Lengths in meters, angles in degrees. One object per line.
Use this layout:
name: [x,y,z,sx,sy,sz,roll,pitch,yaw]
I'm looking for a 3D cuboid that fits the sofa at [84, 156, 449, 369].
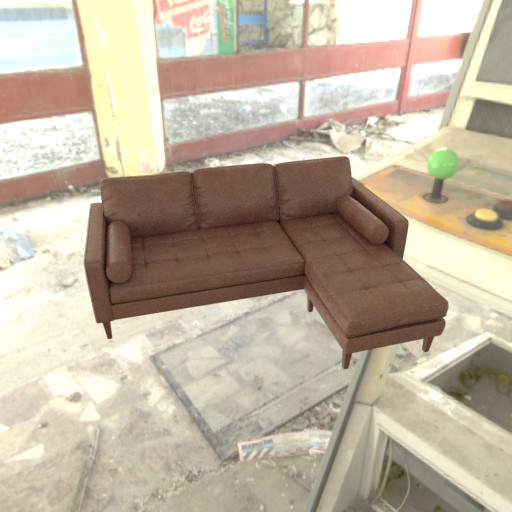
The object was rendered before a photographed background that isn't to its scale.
sofa: [0.000,0.000,3.009,2.185,0.841,1.613,-8,32,-13]
